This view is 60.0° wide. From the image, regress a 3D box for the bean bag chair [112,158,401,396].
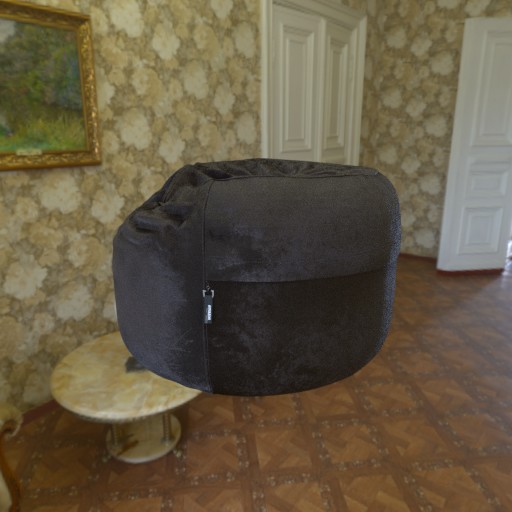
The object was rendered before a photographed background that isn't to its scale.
[{"bbox_3d":[0.000,0.000,1.478,0.918,0.605,0.918,0,15,0],"label":"bean bag chair"}]
